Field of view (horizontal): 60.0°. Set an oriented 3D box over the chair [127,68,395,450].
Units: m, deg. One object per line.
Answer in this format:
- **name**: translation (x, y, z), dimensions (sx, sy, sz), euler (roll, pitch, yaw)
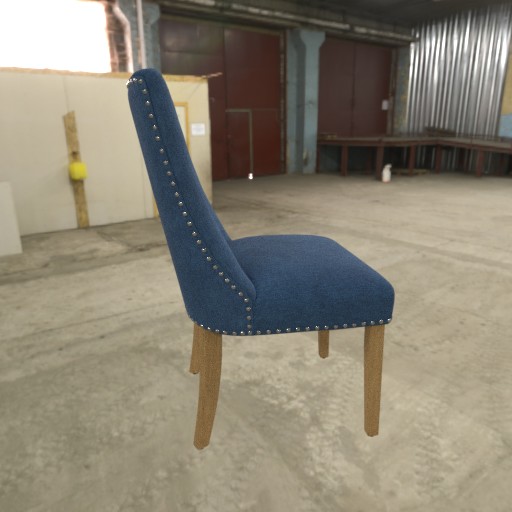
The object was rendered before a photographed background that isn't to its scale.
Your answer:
- **chair**: translation (0.000, 0.000, 1.218), dimensions (0.610, 0.902, 0.495), euler (-2, 16, -9)
